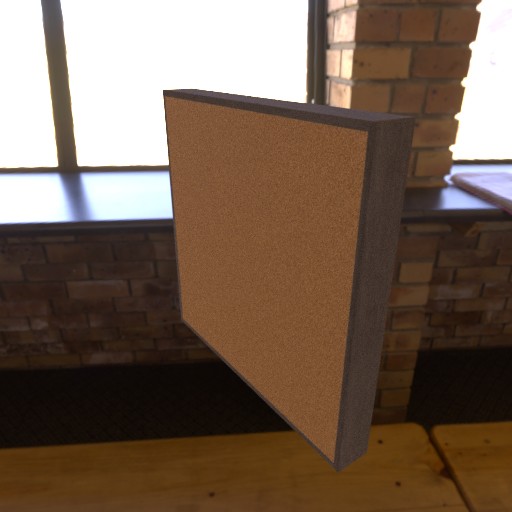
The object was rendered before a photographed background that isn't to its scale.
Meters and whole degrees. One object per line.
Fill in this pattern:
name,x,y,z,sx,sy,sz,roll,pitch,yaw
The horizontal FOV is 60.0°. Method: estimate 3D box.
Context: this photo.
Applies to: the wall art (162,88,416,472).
wall art,0.000,0.000,0.452,0.038,0.302,0.303,-17,30,-32
